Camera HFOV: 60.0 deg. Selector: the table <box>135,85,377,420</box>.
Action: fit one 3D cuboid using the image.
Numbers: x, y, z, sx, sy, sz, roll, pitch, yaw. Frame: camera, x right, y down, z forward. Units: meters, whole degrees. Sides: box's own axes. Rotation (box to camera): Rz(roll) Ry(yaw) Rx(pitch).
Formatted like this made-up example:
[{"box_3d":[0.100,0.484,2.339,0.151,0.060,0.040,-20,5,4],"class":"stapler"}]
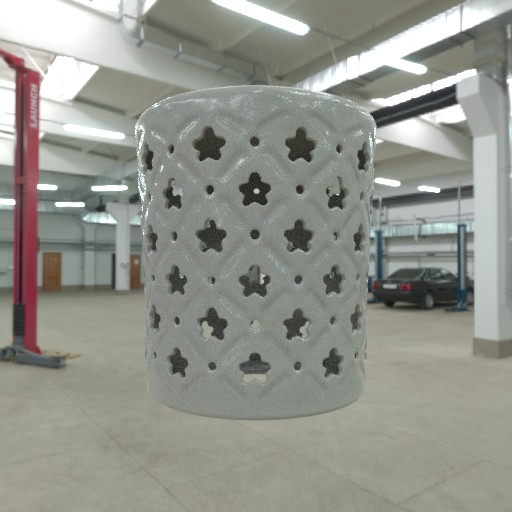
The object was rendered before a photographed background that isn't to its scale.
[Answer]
[{"box_3d":[0.000,0.000,0.666,0.352,0.387,0.352,0,-1,0],"class":"table"}]
